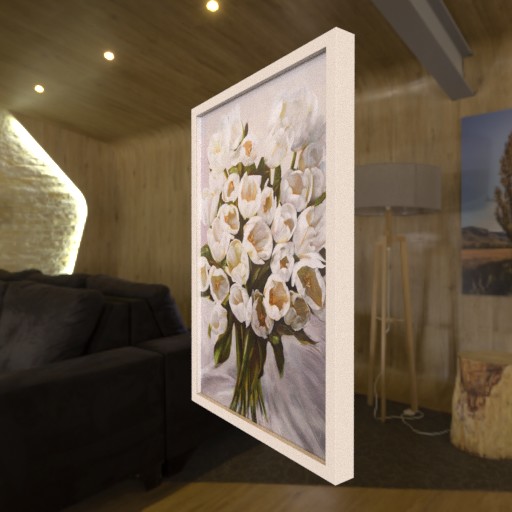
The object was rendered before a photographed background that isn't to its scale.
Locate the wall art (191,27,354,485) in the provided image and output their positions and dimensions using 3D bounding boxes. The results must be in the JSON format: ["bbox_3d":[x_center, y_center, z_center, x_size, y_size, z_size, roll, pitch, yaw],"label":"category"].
[{"bbox_3d":[0.000,0.000,0.830,0.038,0.657,0.450,0,1,-35],"label":"wall art"}]
